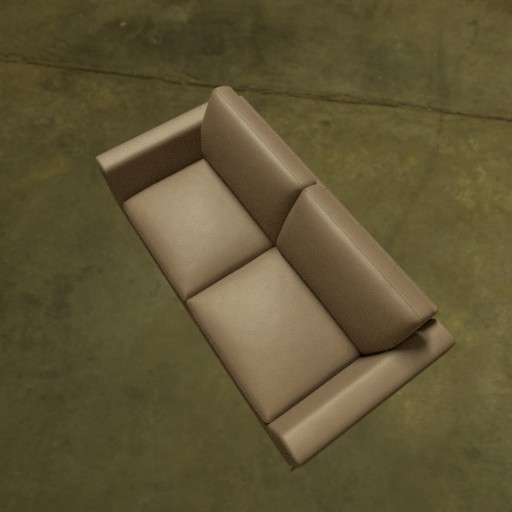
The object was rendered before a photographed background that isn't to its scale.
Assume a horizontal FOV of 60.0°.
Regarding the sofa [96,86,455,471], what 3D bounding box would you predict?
[{"bbox_3d":[0.000,0.000,2.502,0.953,0.875,2.017,-32,68,-15],"label":"sofa"}]
